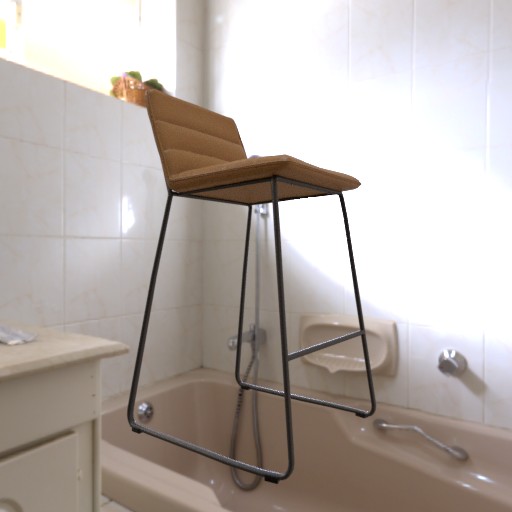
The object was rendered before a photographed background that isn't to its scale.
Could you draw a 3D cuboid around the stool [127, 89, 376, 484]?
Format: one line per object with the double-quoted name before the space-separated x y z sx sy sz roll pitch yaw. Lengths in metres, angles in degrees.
"stool" 0.000 0.000 1.236 0.524 0.936 0.489 0 0 37
